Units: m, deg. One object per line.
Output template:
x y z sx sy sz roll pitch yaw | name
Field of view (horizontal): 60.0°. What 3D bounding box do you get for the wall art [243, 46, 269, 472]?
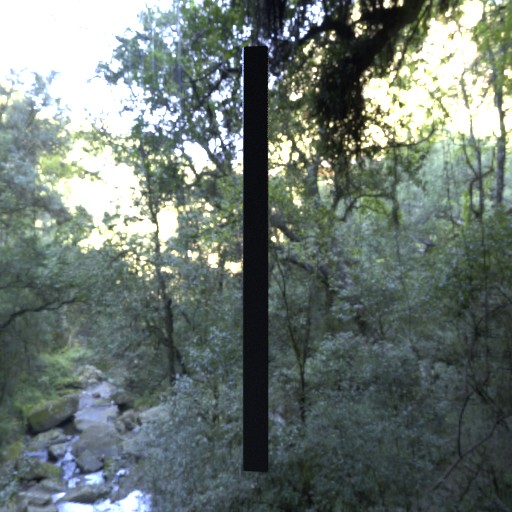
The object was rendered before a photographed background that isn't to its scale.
0.000 0.000 0.751 0.031 0.457 0.558 0 1 0 | wall art
